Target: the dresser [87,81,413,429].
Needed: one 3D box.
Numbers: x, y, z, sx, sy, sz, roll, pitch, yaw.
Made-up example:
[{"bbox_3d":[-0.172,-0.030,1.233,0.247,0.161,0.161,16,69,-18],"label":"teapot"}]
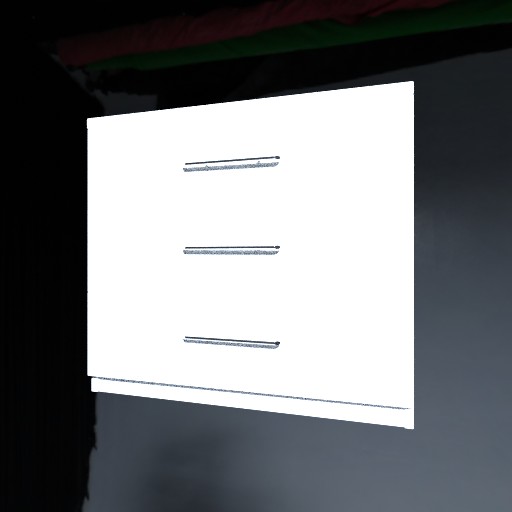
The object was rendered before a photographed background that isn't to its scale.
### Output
[{"bbox_3d":[0.000,0.000,1.247,0.830,0.740,0.420,0,0,19],"label":"dresser"}]
